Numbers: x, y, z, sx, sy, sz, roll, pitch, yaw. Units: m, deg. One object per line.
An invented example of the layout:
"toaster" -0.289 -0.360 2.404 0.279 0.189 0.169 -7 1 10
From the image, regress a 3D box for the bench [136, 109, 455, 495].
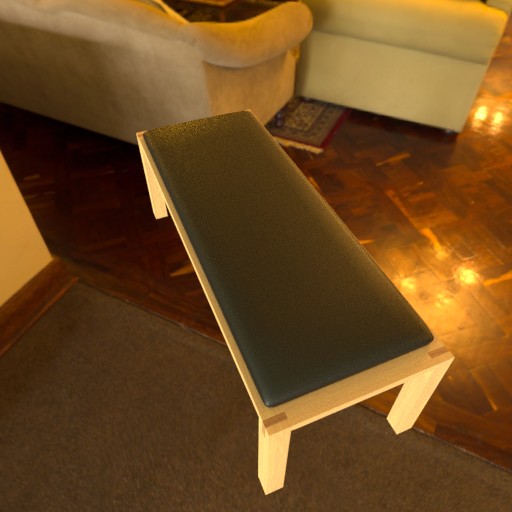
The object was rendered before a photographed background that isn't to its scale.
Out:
"bench" 0.000 0.000 1.422 0.450 0.430 1.202 -17 49 -15
